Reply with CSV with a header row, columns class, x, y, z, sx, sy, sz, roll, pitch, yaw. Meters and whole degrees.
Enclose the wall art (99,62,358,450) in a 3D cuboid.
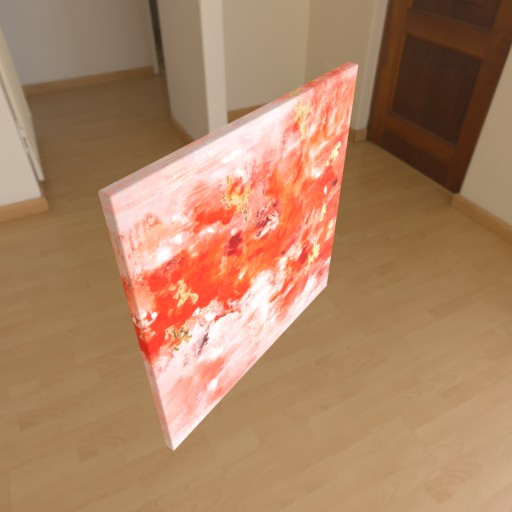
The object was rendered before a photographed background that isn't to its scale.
class,x,y,z,sx,sy,sz,roll,pitch,yaw
wall art,0.000,0.000,1.295,0.066,0.878,0.878,26,47,28
